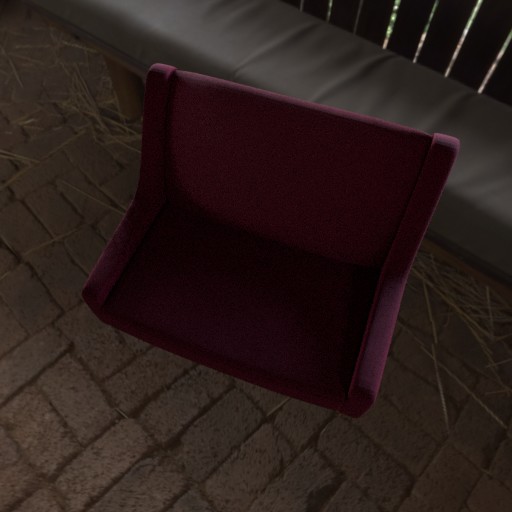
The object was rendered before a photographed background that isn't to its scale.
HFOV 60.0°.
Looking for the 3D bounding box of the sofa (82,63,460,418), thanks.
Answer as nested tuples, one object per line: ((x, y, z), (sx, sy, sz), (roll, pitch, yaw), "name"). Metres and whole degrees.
((0.000, 0.000, 1.889), (1.242, 0.976, 0.946), (18, 61, 10), "sofa")
